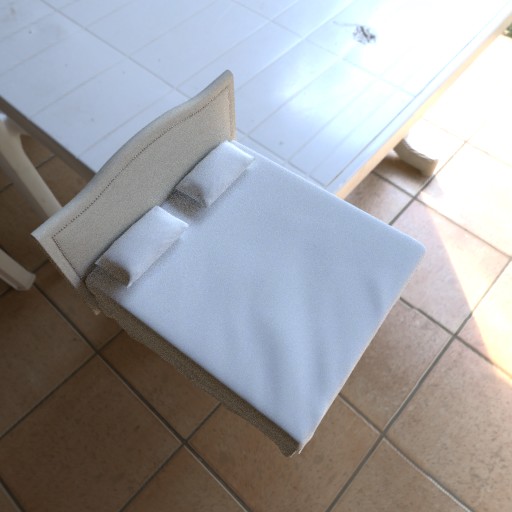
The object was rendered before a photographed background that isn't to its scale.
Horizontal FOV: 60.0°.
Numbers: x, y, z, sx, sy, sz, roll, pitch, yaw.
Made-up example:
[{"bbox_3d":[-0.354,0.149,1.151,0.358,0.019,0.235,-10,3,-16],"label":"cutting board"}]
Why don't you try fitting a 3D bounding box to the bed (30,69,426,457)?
[{"bbox_3d":[0.000,0.000,3.511,2.182,1.421,2.083,32,65,18],"label":"bed"}]
